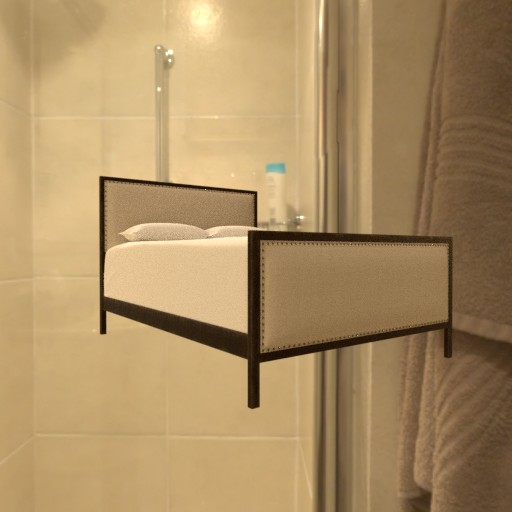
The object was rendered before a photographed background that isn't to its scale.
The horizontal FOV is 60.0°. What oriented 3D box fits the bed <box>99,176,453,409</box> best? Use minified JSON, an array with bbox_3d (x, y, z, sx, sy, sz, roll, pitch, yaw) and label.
[{"bbox_3d":[0.000,0.000,3.268,1.607,1.313,2.221,0,1,-36],"label":"bed"}]
